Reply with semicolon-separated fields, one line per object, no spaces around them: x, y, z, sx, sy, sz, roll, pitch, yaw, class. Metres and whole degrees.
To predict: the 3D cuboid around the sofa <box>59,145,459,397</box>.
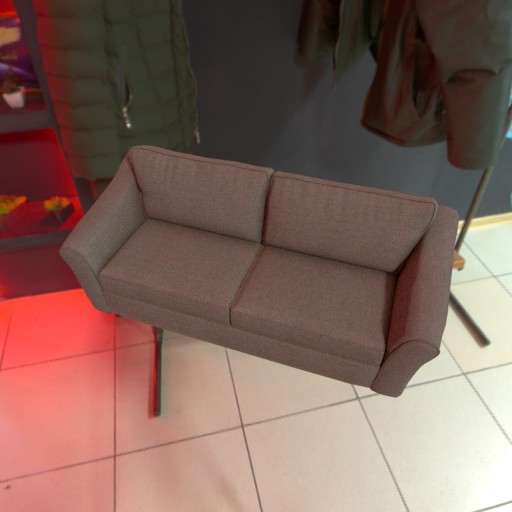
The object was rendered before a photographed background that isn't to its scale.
0.000;0.000;2.802;2.270;0.906;0.986;13;45;14;sofa
